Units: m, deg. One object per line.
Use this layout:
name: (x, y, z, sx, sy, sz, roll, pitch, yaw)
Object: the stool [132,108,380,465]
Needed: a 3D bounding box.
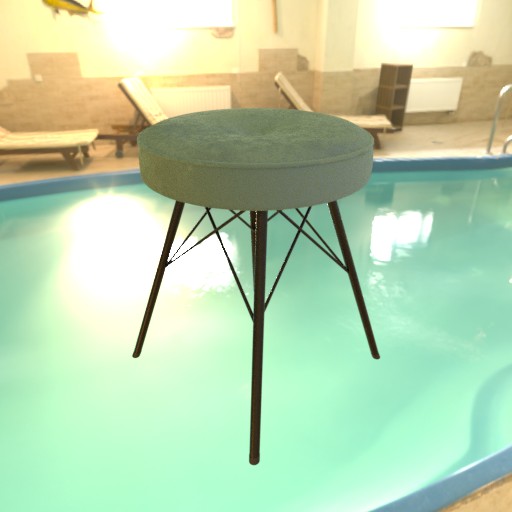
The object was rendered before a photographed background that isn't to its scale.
stool: (0.000, 0.000, 0.889, 0.458, 0.519, 0.457, -19, 33, -31)
